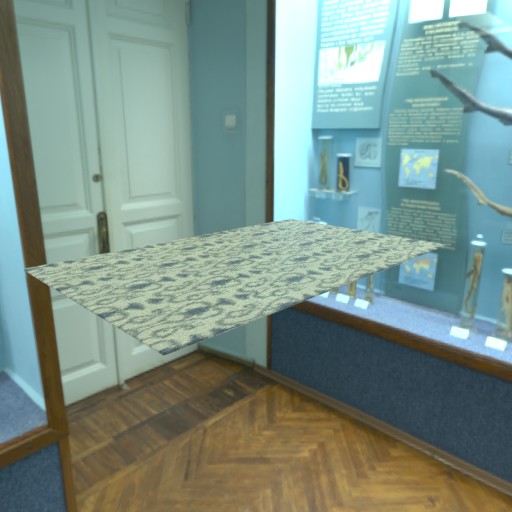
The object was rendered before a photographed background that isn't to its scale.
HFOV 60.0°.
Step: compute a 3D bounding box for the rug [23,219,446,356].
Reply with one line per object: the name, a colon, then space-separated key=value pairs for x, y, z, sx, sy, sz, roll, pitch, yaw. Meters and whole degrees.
rug: x=0.000 y=0.000 z=2.009 sx=1.652 sy=0.006 sz=1.035 roll=-14 pitch=21 yaw=-43
